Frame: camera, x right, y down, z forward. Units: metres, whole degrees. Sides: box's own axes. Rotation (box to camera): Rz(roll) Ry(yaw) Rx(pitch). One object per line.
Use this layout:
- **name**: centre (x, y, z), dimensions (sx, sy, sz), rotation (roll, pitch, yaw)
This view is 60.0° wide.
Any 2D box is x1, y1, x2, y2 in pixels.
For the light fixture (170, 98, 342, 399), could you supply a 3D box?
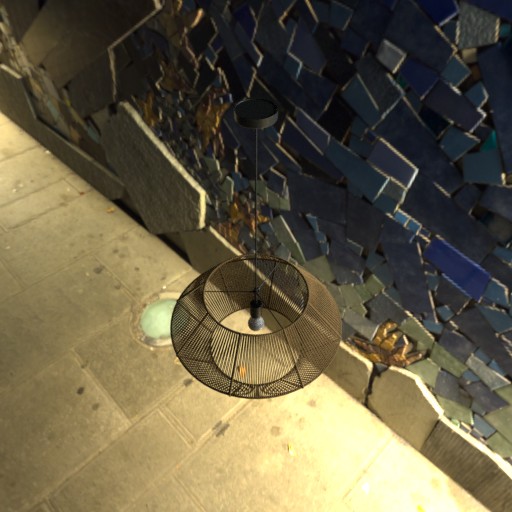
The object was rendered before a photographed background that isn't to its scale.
- **light fixture**: centre (0.000, 0.000, 1.421), dimensions (0.643, 1.009, 0.643), rotation (0, 46, 0)
